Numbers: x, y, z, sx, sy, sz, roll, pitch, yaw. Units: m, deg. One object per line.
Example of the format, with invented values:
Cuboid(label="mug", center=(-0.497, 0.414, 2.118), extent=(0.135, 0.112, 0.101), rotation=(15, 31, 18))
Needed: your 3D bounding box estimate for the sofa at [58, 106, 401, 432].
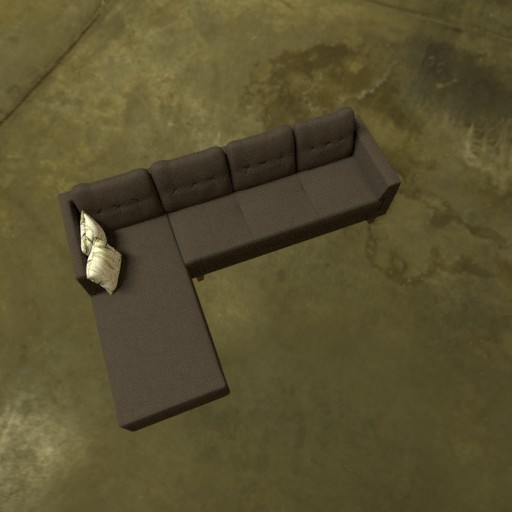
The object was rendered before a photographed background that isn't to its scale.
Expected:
Cuboid(label="sofa", center=(0.000, 0.000, 3.606), extent=(2.679, 0.932, 1.829), rotation=(-19, 65, -9))
